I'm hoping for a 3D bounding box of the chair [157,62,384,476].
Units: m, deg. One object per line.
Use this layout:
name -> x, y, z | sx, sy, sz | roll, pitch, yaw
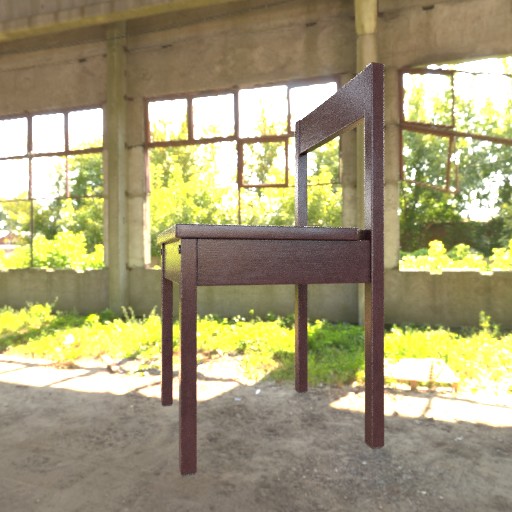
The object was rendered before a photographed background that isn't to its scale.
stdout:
chair -> 0.000, 0.000, 0.886 | 0.361, 0.668, 0.367 | 0, 0, -17
